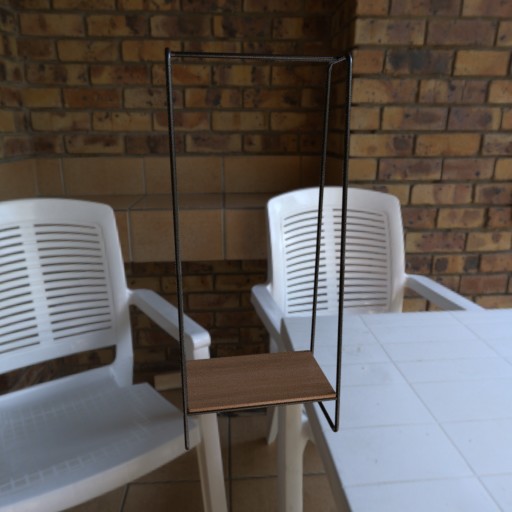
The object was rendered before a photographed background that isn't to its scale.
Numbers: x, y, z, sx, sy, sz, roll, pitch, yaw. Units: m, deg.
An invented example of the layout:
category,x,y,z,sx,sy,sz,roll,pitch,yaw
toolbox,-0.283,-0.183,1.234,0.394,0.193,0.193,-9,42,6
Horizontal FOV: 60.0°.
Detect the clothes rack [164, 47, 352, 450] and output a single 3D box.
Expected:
category,x,y,z,sx,sy,sz,roll,pitch,yaw
clothes rack,0.000,0.000,1.787,0.640,1.500,0.400,-3,16,-10
